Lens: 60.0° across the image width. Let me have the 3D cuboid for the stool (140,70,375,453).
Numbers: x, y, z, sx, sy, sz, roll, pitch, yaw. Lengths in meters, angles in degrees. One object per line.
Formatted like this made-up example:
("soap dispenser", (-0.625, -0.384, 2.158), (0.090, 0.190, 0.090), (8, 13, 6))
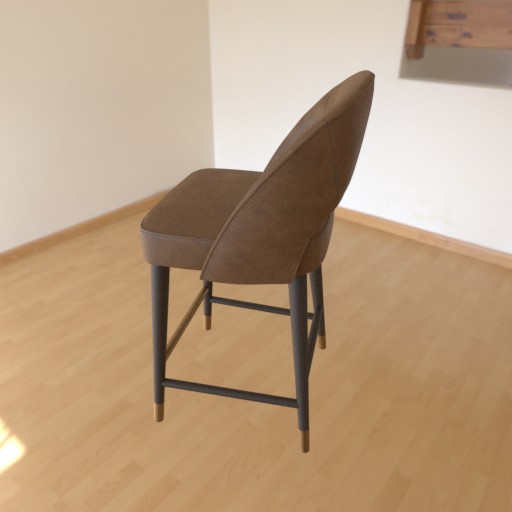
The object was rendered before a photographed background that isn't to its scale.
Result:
("stool", (0.000, 0.000, 1.201), (0.509, 0.940, 0.494), (7, 31, 12))
